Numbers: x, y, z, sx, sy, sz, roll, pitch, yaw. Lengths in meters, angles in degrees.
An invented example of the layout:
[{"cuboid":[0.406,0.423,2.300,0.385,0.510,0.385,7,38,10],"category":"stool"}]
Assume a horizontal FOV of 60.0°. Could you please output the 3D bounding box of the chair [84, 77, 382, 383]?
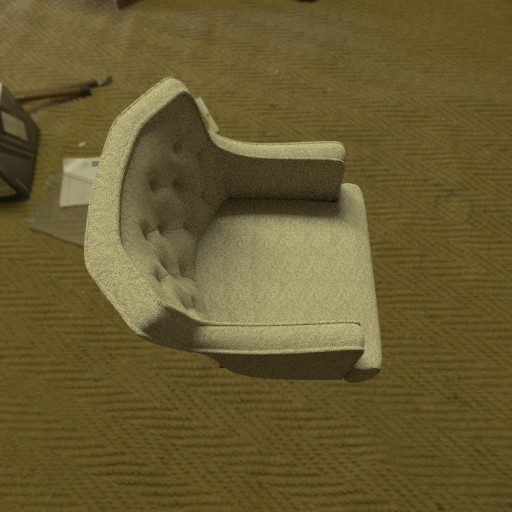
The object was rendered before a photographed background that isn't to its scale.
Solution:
[{"cuboid":[0.000,0.000,1.638,0.910,0.920,0.820,0,64,0],"category":"chair"}]
